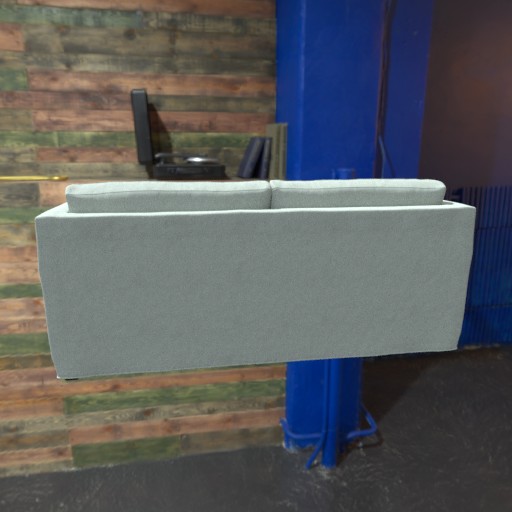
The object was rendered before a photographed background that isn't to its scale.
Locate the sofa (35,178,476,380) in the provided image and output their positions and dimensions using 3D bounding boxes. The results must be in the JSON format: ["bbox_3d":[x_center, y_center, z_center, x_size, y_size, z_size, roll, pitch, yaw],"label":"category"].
[{"bbox_3d":[0.000,0.000,2.429,1.987,0.870,0.940,-2,14,-9],"label":"sofa"}]
